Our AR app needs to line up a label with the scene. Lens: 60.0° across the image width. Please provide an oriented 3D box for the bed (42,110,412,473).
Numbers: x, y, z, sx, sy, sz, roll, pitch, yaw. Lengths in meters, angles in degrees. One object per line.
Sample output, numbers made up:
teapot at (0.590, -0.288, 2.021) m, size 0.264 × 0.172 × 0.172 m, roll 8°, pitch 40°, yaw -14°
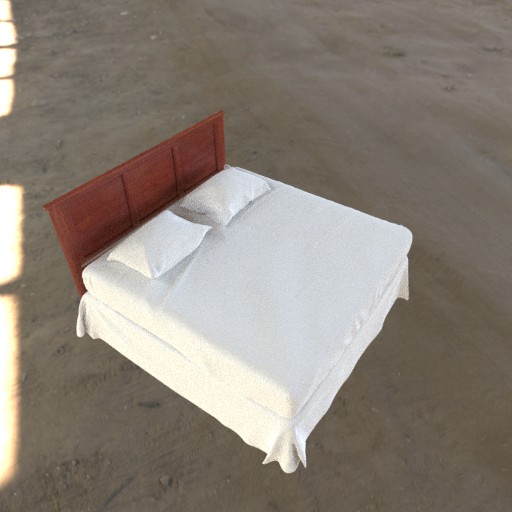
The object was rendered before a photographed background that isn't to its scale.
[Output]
bed at (0.000, 0.000, 3.648) m, size 2.219 × 1.271 × 2.314 m, roll 25°, pitch 47°, yaw 26°
